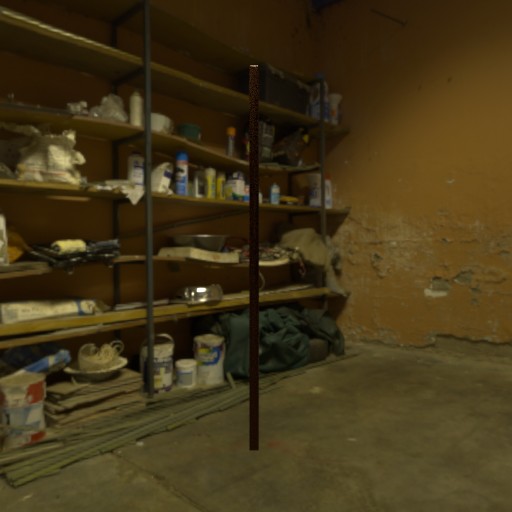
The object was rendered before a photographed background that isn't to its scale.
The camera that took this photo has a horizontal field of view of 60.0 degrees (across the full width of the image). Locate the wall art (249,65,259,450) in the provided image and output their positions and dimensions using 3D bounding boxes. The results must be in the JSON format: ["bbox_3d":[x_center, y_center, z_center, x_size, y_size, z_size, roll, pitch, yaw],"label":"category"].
[{"bbox_3d":[0.000,0.000,1.051,0.014,0.559,0.816,0,1,0],"label":"wall art"}]
